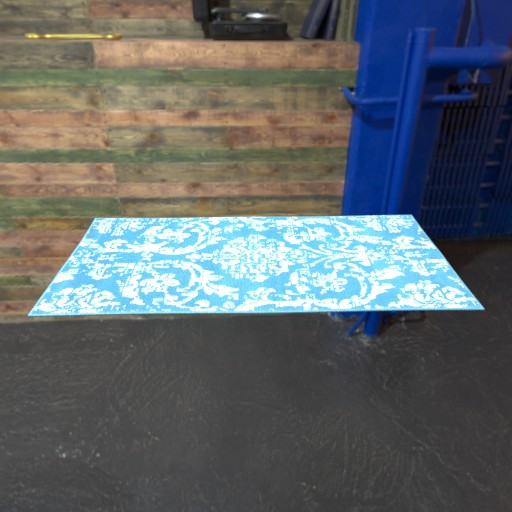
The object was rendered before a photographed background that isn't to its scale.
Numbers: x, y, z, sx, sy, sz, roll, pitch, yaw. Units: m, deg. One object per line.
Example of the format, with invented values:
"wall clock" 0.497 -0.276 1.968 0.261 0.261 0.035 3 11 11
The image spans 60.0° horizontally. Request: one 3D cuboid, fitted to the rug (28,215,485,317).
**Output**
"rug" 0.000 0.000 1.441 1.219 0.007 0.604 -1 30 -1
